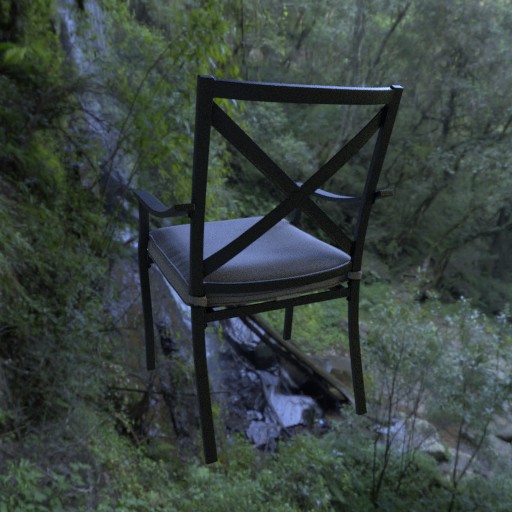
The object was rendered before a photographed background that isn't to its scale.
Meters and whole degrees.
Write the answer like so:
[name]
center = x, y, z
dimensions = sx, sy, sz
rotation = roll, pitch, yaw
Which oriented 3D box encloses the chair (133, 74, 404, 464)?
[chair]
center = 0.000, 0.000, 1.270
dimensions = 0.575, 0.889, 0.620
rotation = -7, 17, -24
